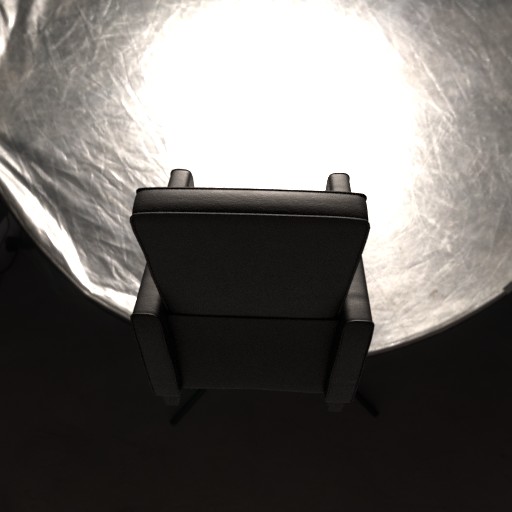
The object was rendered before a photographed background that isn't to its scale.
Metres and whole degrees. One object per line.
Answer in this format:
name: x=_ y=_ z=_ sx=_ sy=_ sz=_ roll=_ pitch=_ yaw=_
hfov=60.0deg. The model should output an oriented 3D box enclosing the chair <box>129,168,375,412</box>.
chair: x=0.000 y=0.000 z=1.518 sx=0.705 sy=1.013 sz=0.746 roll=2 pitch=45 yaw=2
